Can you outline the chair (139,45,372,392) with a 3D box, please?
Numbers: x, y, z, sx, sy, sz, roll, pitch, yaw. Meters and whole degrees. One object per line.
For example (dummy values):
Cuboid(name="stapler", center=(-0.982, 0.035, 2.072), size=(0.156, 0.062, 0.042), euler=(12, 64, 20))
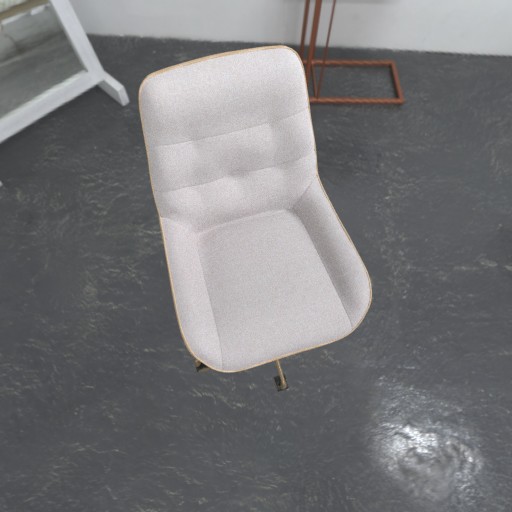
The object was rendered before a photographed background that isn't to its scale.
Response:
Cuboid(name="chair", center=(0.000, 0.000, 1.340), size=(0.564, 0.952, 0.668), euler=(-16, 64, -8))
